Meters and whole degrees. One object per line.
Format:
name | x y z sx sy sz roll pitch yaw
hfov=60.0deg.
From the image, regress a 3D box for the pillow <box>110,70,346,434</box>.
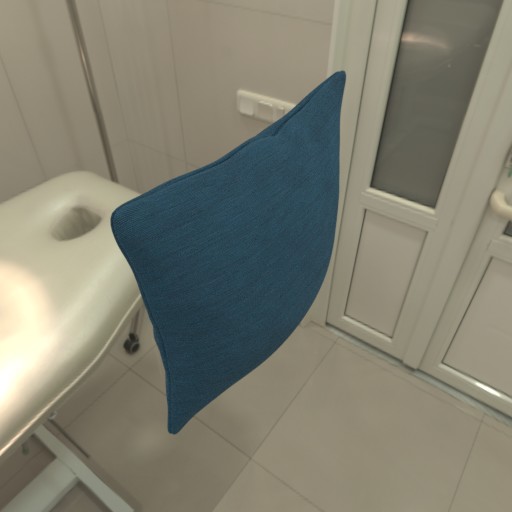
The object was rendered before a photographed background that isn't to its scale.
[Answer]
pillow | 0.000 0.000 0.657 0.177 0.420 0.437 26 48 26
